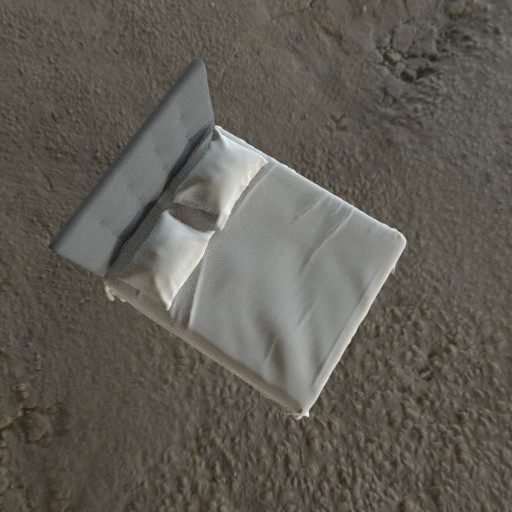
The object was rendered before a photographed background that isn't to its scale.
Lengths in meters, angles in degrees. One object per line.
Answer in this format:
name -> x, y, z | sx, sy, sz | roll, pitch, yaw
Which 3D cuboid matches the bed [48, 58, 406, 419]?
bed -> 0.000, 0.000, 3.538 | 2.222, 1.577, 1.936 | 32, 79, 7
